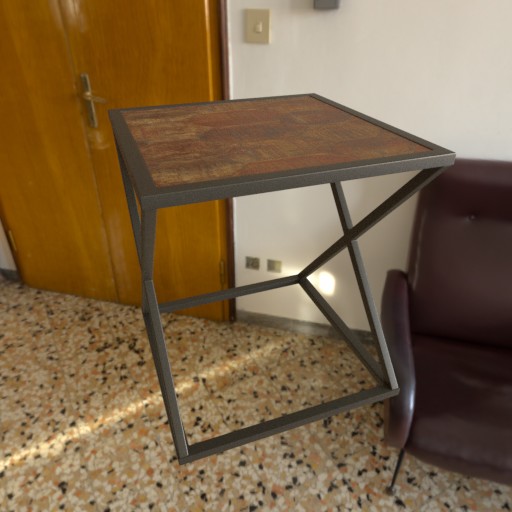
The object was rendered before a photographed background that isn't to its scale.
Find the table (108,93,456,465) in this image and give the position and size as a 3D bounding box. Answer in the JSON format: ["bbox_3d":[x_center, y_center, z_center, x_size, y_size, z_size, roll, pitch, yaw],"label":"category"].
[{"bbox_3d":[0.000,0.000,0.981,0.500,0.565,0.500,-11,33,-17],"label":"table"}]
